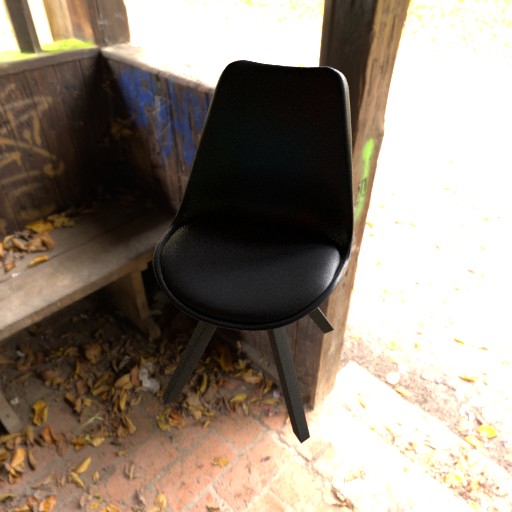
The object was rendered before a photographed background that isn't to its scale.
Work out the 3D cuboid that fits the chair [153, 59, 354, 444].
[{"bbox_3d":[0.000,0.000,1.182,0.485,0.850,0.530,11,40,13],"label":"chair"}]
